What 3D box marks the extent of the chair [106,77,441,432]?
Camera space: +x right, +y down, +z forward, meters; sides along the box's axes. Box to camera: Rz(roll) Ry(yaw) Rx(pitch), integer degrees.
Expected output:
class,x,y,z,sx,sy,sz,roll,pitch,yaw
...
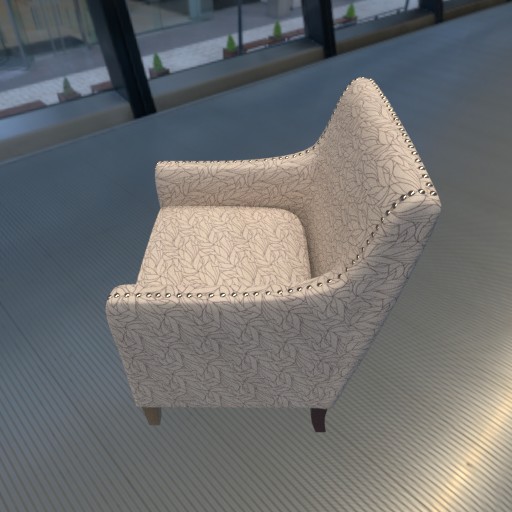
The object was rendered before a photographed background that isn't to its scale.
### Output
class,x,y,z,sx,sy,sz,roll,pitch,yaw
chair,0.000,0.000,1.238,0.651,0.816,0.623,0,40,0
